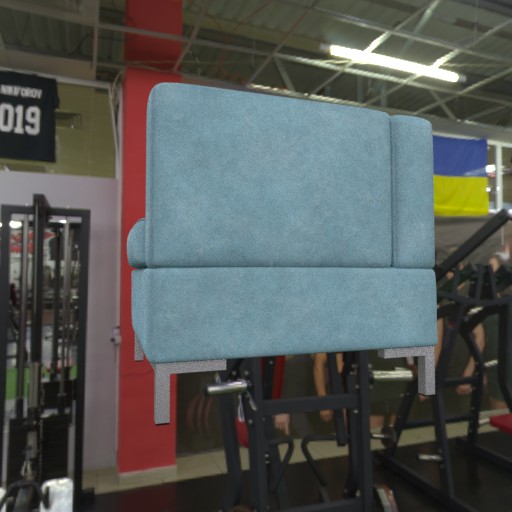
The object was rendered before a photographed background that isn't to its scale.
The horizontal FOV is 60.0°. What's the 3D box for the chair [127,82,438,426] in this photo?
[{"bbox_3d":[0.000,0.000,1.239,0.684,0.660,0.691,1,-2,-19],"label":"chair"}]
